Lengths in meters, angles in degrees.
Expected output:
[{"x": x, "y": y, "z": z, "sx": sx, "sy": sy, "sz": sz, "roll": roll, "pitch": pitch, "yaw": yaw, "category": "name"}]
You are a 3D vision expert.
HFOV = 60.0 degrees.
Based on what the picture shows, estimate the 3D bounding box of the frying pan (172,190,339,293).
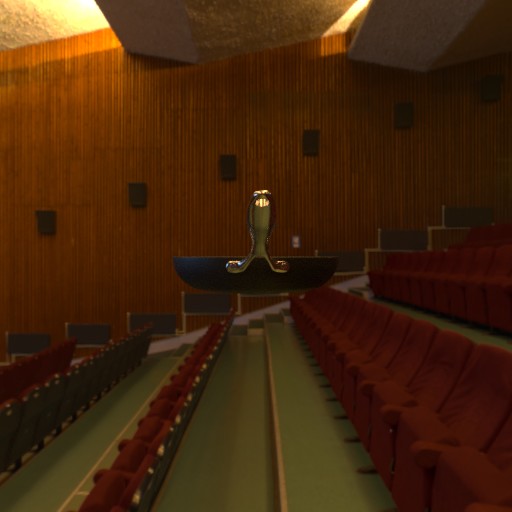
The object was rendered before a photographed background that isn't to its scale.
[{"x": 0.000, "y": 0.000, "z": 0.581, "sx": 0.255, "sy": 0.105, "sz": 0.472, "roll": 0, "pitch": 0, "yaw": 0, "category": "frying pan"}]
